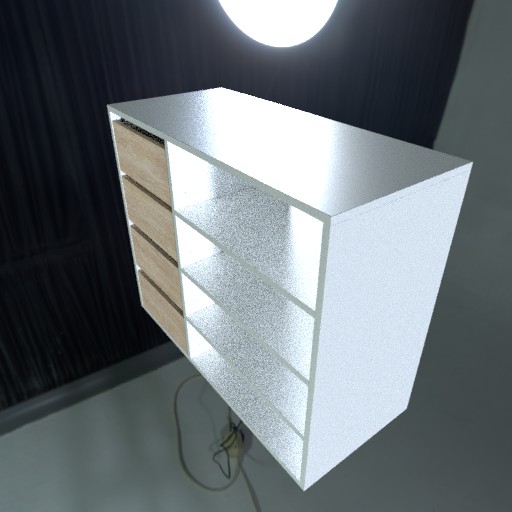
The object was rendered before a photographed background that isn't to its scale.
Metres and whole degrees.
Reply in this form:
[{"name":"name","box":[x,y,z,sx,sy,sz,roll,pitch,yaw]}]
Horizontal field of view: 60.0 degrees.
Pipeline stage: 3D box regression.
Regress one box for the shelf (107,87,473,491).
[{"name":"shelf","box":[0.000,0.000,1.268,0.396,0.732,0.895,-22,38,-31]}]
